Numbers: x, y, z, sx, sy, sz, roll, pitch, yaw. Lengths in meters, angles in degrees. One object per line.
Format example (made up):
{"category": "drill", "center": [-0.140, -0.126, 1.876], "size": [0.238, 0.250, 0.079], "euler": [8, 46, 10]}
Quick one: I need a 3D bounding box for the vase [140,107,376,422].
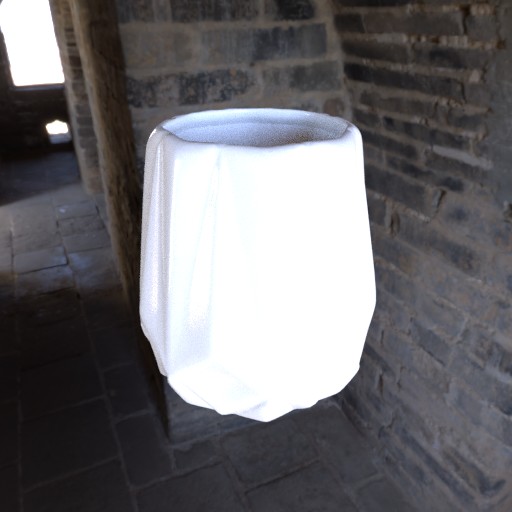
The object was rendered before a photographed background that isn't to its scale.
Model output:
{"category": "vase", "center": [0.000, 0.000, 0.259], "size": [0.141, 0.152, 0.141], "euler": [0, 28, 0]}
